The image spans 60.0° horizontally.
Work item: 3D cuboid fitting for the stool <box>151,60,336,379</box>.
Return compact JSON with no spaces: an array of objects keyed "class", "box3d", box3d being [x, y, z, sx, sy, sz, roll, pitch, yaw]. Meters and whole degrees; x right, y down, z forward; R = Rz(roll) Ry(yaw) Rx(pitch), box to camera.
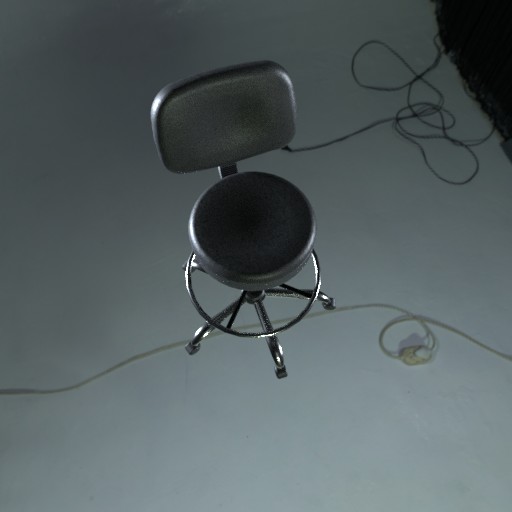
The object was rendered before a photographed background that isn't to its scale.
[{"class":"stool","box3d":[0.000,0.000,1.514,0.694,1.069,0.658,-18,65,-9]}]
